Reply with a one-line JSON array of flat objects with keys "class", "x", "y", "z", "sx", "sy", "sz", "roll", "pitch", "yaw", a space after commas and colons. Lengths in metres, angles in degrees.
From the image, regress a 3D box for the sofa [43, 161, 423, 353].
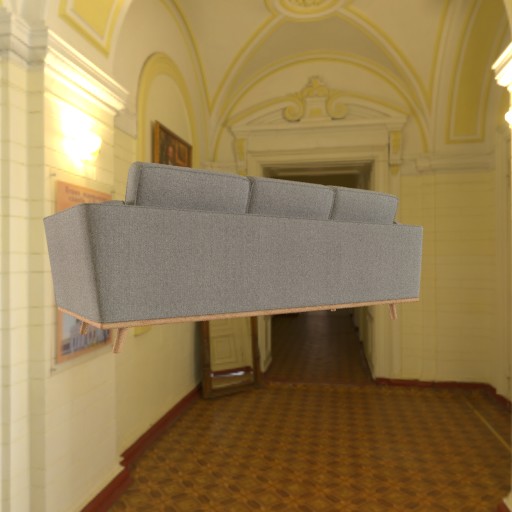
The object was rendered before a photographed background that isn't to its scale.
[{"class": "sofa", "x": 0.000, "y": 0.000, "z": 2.848, "sx": 2.362, "sy": 0.899, "sz": 0.903, "roll": 0, "pitch": 0, "yaw": -35}]
